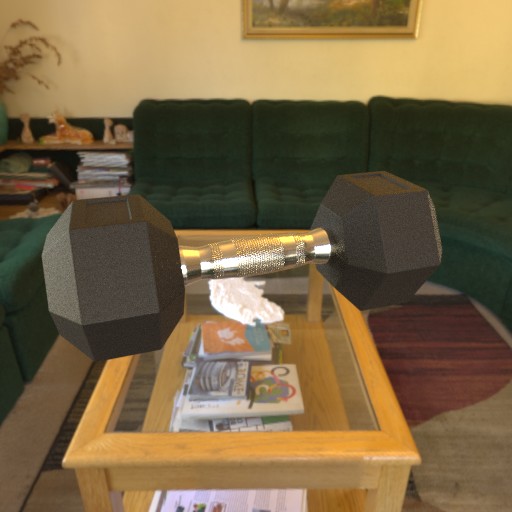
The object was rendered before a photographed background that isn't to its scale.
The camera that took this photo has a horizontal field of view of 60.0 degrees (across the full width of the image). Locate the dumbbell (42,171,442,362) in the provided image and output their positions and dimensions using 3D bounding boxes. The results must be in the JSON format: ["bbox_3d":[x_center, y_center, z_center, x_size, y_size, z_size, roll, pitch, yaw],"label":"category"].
[{"bbox_3d":[0.000,0.000,0.350,0.297,0.101,0.116,-8,27,-16],"label":"dumbbell"}]
